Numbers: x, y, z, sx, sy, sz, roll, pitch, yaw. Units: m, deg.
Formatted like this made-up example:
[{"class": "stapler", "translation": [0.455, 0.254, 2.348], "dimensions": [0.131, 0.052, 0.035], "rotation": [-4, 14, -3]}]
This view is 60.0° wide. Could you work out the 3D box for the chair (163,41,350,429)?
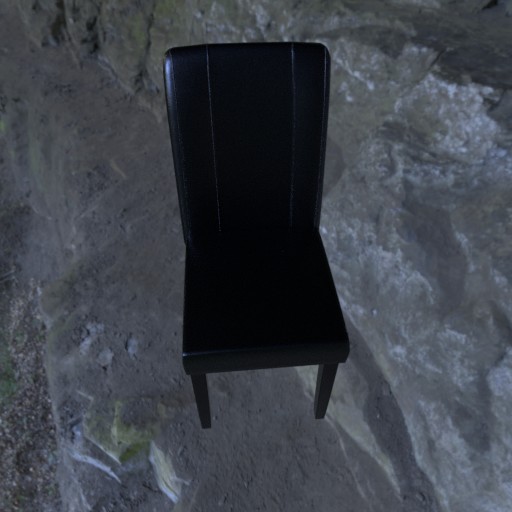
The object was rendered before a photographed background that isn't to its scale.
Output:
[{"class": "chair", "translation": [0.000, 0.000, 1.174], "dimensions": [0.399, 0.897, 0.556], "rotation": [-4, 46, -3]}]
